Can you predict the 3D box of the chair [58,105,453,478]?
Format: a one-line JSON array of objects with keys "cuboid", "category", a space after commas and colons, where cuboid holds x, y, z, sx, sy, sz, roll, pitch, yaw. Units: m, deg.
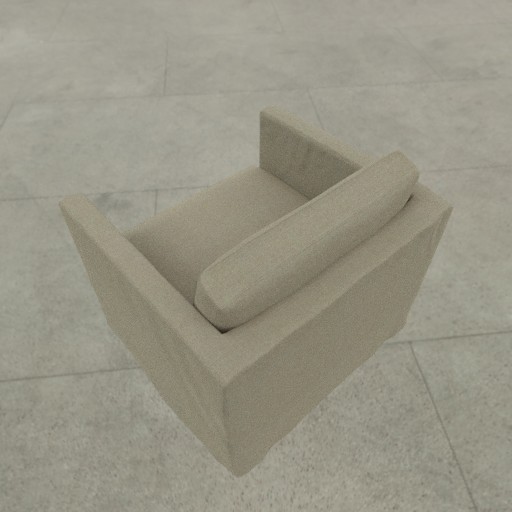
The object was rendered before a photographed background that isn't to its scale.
[{"cuboid": [0.000, 0.000, 1.710, 1.057, 0.863, 0.949, -33, 55, -27], "category": "chair"}]
